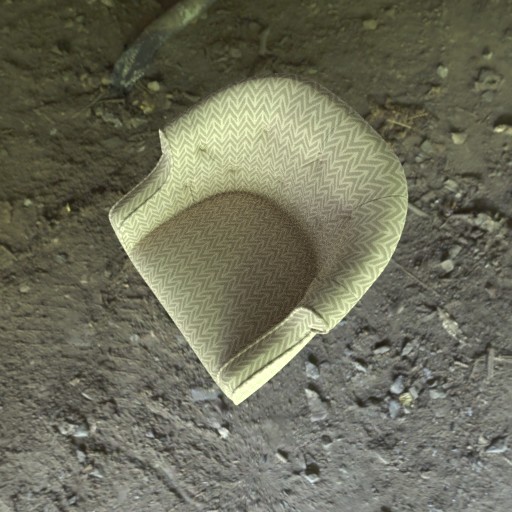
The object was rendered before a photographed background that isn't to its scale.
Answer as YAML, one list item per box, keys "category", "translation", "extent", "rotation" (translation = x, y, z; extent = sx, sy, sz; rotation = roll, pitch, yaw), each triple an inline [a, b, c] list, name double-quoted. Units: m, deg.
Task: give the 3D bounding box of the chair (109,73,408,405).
- category: "chair"
  translation: [0.000, 0.000, 1.327]
  extent: [0.613, 0.858, 0.686]
  rotation: [-34, 69, -15]
